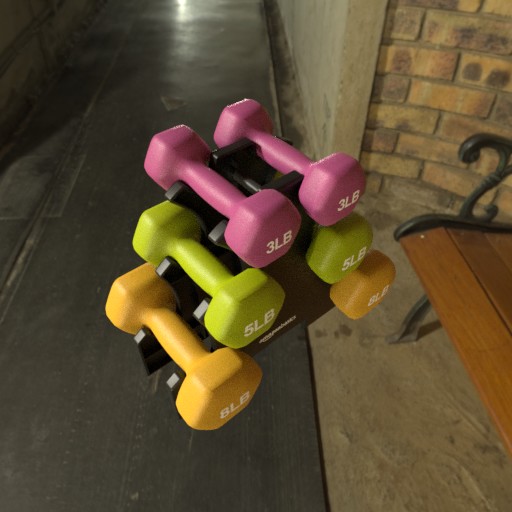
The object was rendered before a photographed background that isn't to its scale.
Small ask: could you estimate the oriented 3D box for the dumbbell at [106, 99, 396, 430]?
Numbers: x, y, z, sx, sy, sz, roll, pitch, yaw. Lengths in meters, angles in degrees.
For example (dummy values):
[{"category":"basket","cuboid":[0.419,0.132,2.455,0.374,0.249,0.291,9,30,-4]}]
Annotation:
[{"category":"dumbbell","cuboid":[0.000,0.000,0.473,0.300,0.271,0.190,-31,54,-26]}]
